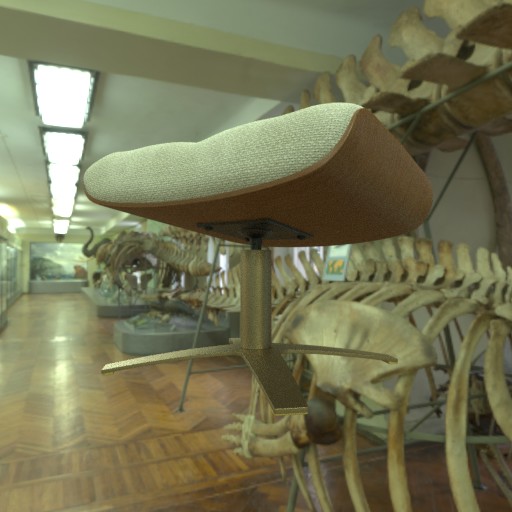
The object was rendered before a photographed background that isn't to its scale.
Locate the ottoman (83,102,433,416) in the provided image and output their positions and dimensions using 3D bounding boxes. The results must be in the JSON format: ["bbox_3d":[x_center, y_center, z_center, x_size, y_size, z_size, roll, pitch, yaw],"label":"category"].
[{"bbox_3d":[0.000,0.000,0.787,0.520,0.391,0.394,-1,-1,36],"label":"ottoman"}]
